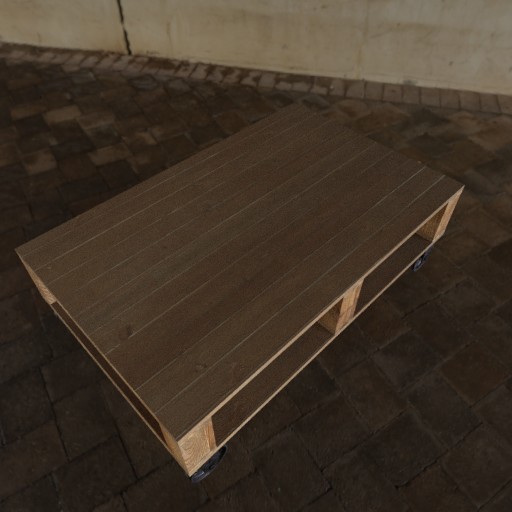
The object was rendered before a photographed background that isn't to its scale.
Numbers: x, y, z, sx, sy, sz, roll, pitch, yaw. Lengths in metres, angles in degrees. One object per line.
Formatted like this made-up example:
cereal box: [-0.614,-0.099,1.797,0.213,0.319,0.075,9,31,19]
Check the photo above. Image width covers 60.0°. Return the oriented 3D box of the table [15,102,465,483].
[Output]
table: [0.000,0.000,1.643,1.299,0.413,0.827,-36,57,-28]
